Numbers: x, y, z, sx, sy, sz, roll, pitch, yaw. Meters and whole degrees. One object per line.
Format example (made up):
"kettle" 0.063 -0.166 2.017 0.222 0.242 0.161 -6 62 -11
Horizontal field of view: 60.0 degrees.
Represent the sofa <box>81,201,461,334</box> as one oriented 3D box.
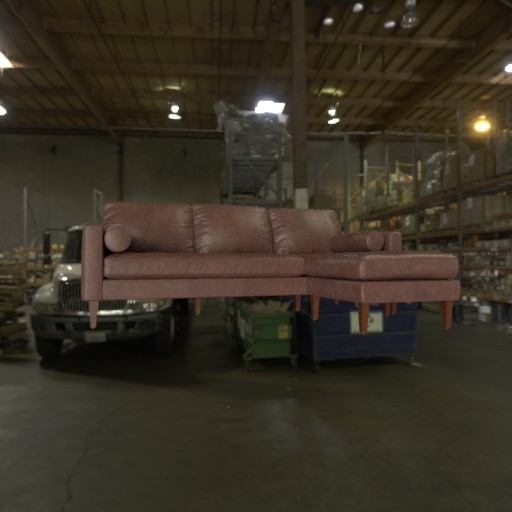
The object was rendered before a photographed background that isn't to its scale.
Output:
"sofa" 0.000 0.000 2.969 2.185 0.841 1.613 0 -1 -19
